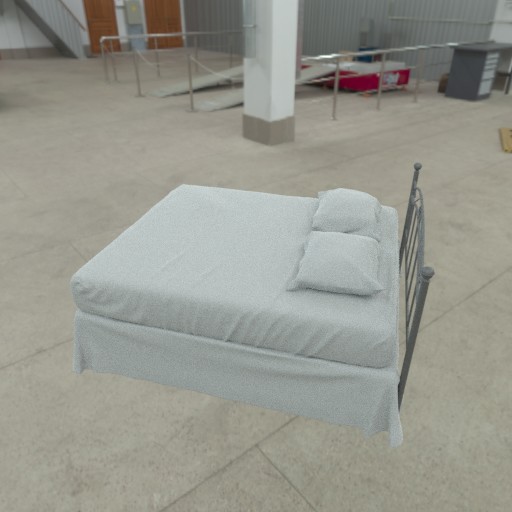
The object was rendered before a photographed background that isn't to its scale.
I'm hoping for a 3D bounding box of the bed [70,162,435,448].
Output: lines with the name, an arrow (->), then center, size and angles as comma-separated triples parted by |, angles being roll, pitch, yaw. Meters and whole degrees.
bed -> 0.000, 0.000, 3.216 | 2.215, 1.080, 1.936 | 8, 31, 14
